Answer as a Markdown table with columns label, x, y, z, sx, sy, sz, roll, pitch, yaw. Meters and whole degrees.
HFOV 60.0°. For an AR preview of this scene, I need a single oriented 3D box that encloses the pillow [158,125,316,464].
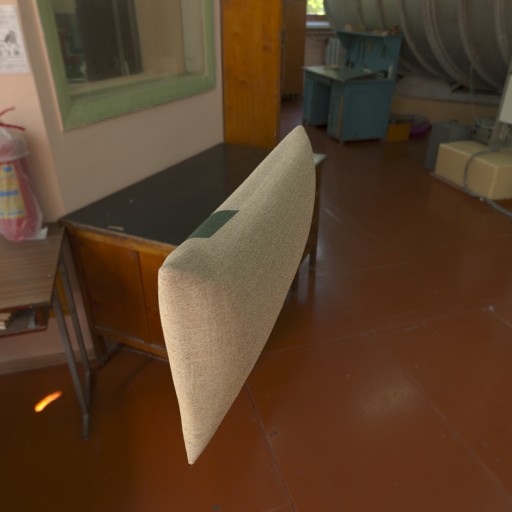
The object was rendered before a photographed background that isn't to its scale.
| label | x | y | z | sx | sy | sz | roll | pitch | yaw |
| --- | --- | --- | --- | --- | --- | --- | --- | --- | --- |
| pillow | 0.000 | 0.000 | 1.051 | 0.197 | 0.429 | 0.859 | 9 | 30 | 15 |
